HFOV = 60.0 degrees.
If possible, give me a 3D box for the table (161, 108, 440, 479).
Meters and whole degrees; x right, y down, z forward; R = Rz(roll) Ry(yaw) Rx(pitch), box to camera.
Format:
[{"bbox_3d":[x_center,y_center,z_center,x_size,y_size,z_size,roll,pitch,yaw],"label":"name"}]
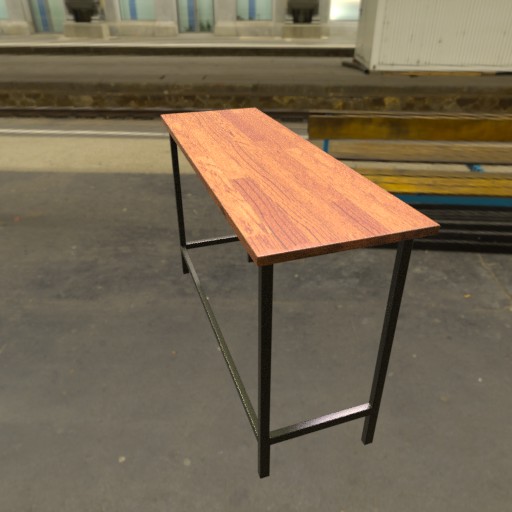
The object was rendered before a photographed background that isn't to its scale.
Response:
[{"bbox_3d":[0.000,0.000,1.552,0.408,0.740,1.204,-10,32,-16],"label":"table"}]
